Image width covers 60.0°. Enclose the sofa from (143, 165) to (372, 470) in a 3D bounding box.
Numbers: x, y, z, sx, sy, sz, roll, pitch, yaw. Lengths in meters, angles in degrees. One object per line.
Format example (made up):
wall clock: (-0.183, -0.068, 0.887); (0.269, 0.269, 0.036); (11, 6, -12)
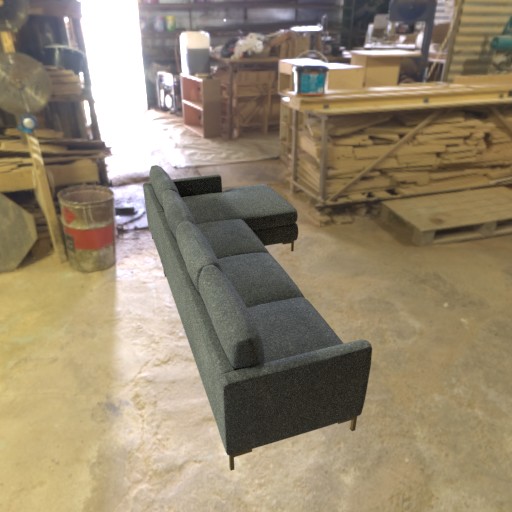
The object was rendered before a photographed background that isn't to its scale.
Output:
sofa: (0.000, 0.000, 3.466); (1.350, 0.810, 2.932); (-10, 30, -17)
